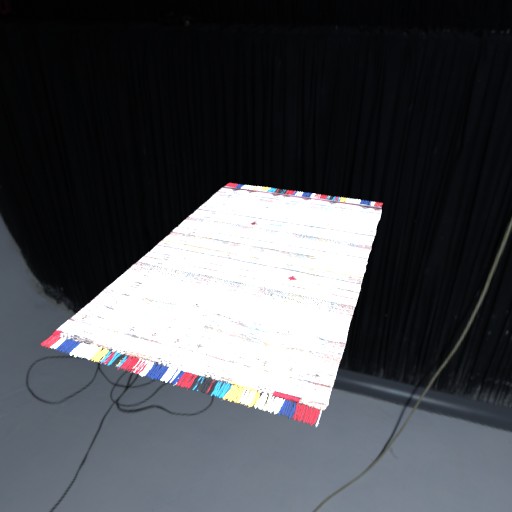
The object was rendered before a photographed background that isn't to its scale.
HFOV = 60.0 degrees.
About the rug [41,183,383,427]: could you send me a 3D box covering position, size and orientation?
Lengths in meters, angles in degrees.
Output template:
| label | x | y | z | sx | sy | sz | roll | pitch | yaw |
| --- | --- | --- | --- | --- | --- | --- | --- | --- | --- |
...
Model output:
| label | x | y | z | sx | sy | sz | roll | pitch | yaw |
| --- | --- | --- | --- | --- | --- | --- | --- | --- | --- |
| rug | 0.000 | 0.000 | 3.025 | 1.465 | 0.012 | 2.465 | 10 | 32 | 17 |
